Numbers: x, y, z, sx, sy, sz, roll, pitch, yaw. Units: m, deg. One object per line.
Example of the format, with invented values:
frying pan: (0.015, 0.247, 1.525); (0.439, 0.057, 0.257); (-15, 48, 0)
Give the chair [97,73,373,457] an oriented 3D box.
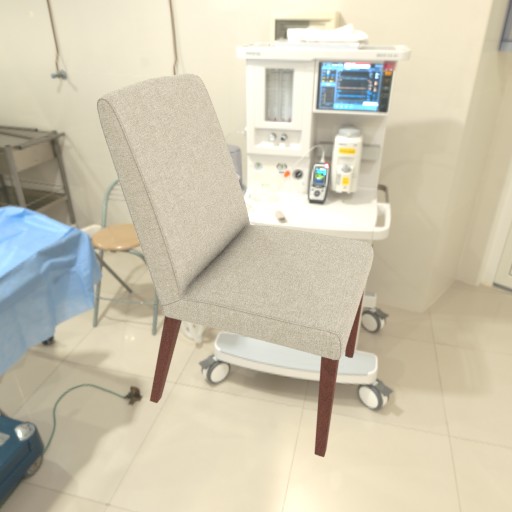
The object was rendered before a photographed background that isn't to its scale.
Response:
chair: (0.000, 0.000, 1.232); (0.594, 0.900, 0.480); (11, 31, 18)
